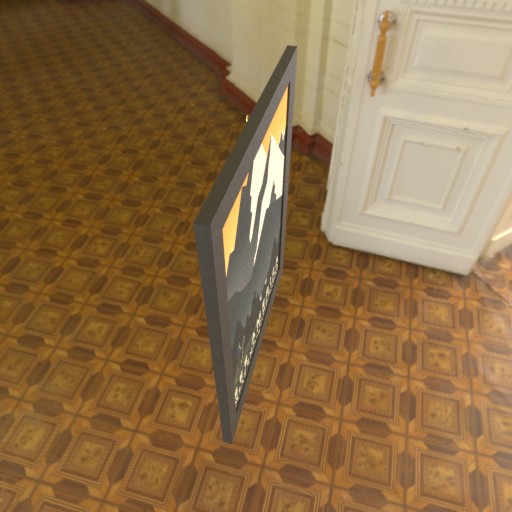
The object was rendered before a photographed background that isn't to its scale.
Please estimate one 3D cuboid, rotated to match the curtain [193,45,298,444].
[{"bbox_3d":[0.000,0.000,0.831,0.027,0.585,0.483,11,47,10],"label":"curtain"}]
